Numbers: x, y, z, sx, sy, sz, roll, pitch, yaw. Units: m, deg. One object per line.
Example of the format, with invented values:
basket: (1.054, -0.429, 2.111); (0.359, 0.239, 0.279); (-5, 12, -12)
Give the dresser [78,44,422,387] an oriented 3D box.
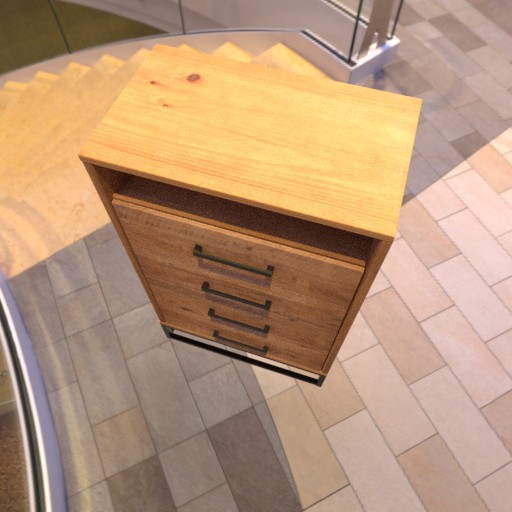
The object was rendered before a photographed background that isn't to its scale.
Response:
dresser: (0.000, 0.000, 1.631); (0.761, 1.240, 0.479); (16, 61, 9)
